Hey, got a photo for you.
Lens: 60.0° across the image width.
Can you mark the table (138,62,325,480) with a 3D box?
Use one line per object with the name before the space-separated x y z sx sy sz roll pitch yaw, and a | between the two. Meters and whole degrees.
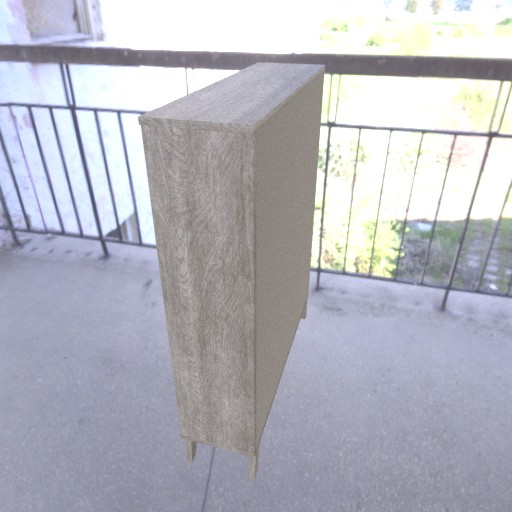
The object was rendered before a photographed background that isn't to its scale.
table | 0.000 0.000 1.546 0.256 1.135 0.902 8 31 14
